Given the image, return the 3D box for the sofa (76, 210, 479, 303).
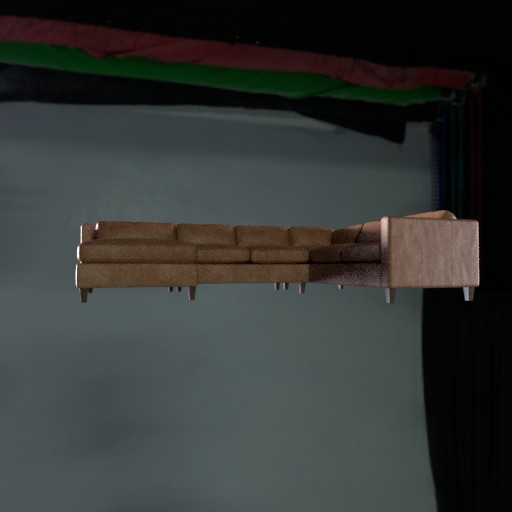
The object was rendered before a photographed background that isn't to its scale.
[{"bbox_3d":[0.000,0.000,4.565,3.401,0.832,2.430,0,-2,-18],"label":"sofa"}]
